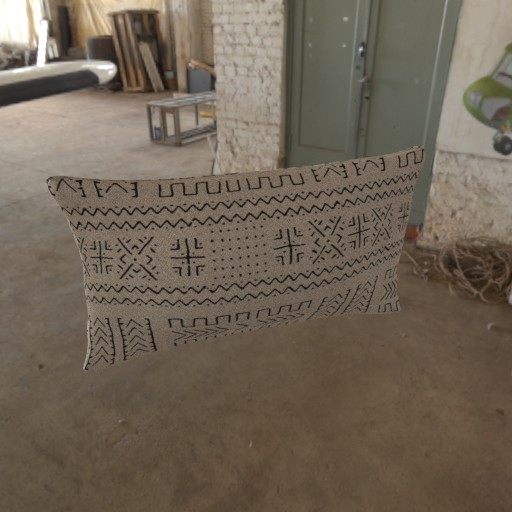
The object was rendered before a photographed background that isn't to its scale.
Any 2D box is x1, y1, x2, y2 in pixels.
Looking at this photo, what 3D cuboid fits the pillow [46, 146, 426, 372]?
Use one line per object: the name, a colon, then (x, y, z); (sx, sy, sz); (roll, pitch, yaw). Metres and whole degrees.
pillow: (0.000, 0.000, 0.792); (0.637, 0.352, 0.188); (-8, 28, -16)
